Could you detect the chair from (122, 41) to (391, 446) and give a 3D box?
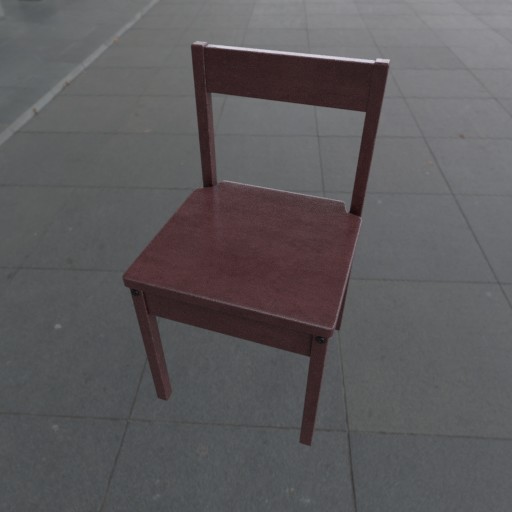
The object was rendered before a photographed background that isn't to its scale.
[{"bbox_3d":[0.000,0.000,0.868,0.367,0.668,0.361,12,42,14],"label":"chair"}]
